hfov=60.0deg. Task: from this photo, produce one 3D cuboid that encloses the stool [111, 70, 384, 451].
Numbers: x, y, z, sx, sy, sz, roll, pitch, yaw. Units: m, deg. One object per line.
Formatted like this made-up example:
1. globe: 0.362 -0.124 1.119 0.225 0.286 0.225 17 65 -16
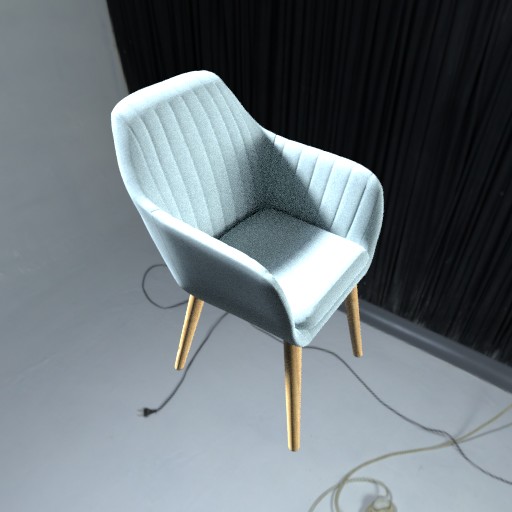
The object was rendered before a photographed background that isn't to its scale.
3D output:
1. stool: 0.000 0.000 1.220 0.590 0.830 0.503 25 46 27
